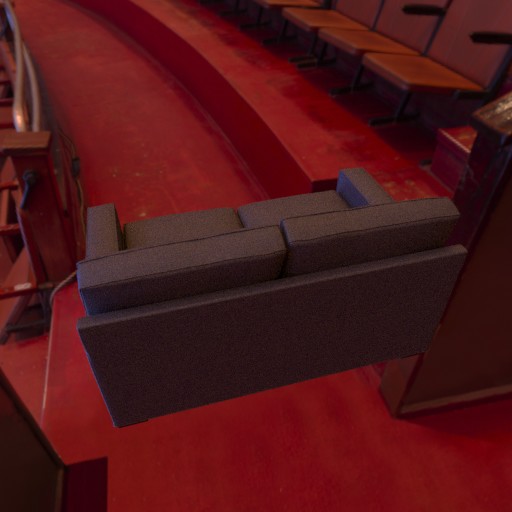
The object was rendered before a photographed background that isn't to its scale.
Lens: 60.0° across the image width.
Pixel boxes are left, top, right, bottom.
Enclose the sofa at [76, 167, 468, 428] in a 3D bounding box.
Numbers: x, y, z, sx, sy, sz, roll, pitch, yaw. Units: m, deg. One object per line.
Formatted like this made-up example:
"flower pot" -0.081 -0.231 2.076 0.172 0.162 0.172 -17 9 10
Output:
"sofa" 0.000 0.000 2.152 1.534 0.887 0.974 -10 42 -12
